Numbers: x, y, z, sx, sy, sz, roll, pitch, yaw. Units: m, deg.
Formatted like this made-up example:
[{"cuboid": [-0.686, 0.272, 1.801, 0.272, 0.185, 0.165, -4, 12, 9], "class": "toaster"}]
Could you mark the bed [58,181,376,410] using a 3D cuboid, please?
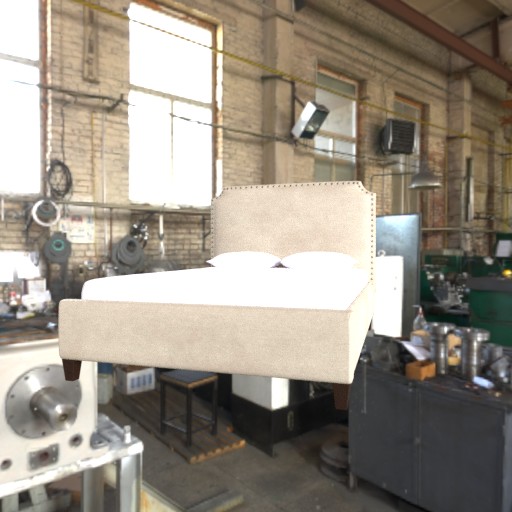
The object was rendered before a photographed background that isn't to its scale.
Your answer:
[{"cuboid": [0.000, 0.000, 3.447, 1.712, 1.443, 2.372, 0, 1, 17], "class": "bed"}]
